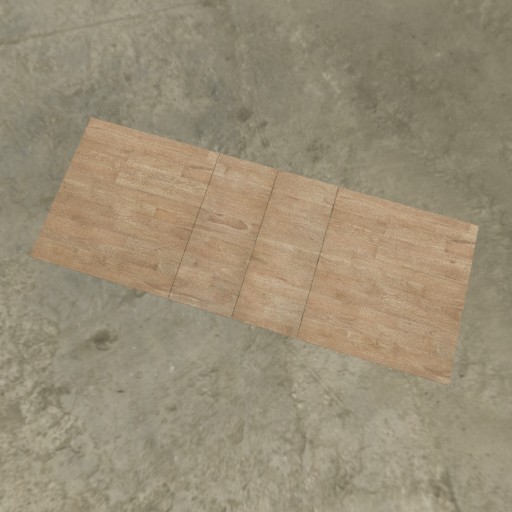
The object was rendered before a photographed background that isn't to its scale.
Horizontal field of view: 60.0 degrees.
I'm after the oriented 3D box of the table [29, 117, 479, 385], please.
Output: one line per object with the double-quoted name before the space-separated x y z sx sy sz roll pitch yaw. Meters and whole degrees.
"table" 0.000 0.000 3.105 2.603 0.752 1.000 16 76 4
